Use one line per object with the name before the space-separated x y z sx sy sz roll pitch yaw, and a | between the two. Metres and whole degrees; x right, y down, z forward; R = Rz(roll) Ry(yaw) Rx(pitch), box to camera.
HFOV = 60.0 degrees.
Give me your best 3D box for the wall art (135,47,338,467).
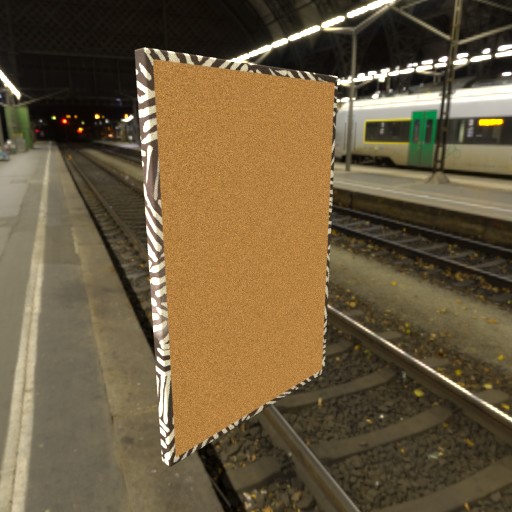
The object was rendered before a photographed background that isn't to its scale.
wall art | 0.000 0.000 1.153 0.035 0.918 0.615 15 21 43
